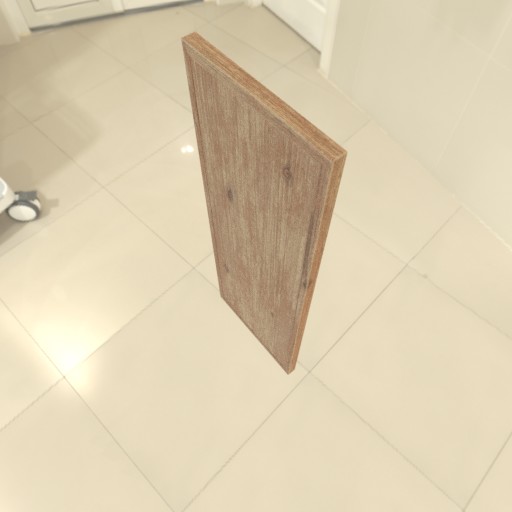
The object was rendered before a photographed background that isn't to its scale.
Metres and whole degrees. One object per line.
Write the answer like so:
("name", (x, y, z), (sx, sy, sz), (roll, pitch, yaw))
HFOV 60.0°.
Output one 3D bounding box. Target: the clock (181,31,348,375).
("clock", (0.000, 0.000, 1.081), (0.030, 0.965, 0.361), (-35, 64, -19))
